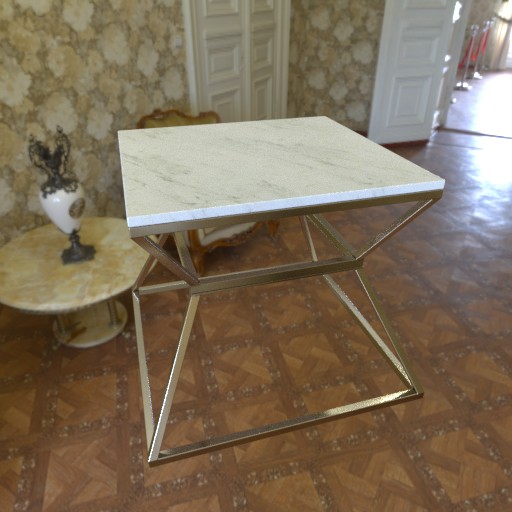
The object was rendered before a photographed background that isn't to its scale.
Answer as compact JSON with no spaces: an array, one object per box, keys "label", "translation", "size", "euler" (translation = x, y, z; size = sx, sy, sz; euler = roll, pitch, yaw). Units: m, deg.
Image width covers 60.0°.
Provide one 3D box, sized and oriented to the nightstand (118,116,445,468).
[{"label":"nightstand","translation":[0.000,0.000,0.888],"size":[0.513,0.426,0.514],"euler":[-8,31,-14]}]
